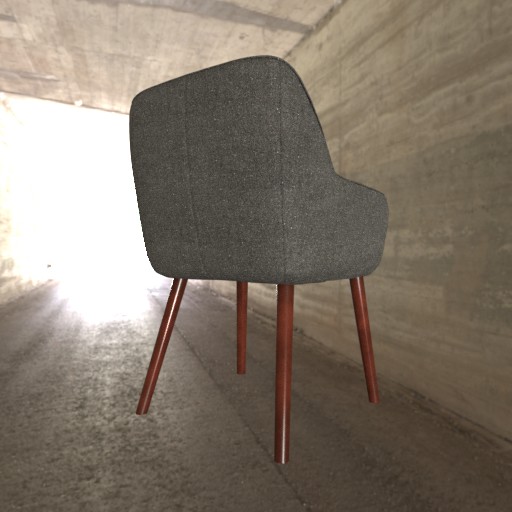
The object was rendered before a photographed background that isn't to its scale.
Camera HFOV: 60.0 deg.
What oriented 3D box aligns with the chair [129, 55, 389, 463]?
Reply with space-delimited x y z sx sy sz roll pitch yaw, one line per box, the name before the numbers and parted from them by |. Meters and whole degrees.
chair | 0.000 0.000 1.167 0.543 0.803 0.519 1 1 36
